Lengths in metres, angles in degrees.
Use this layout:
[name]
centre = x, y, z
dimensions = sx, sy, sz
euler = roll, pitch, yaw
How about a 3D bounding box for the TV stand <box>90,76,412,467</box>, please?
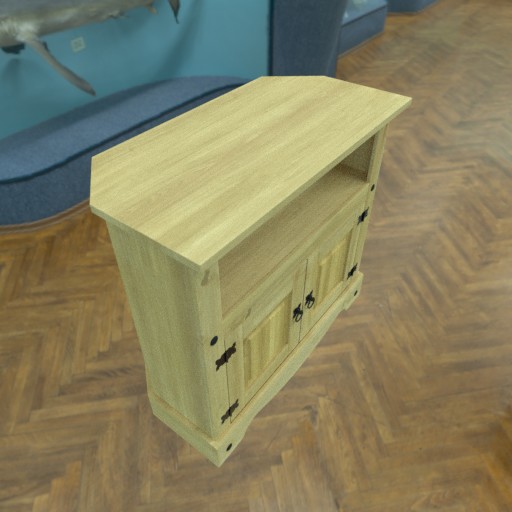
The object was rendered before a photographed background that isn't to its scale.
[TV stand]
centre = 0.000, 0.000, 1.310
dimensions = 0.425, 0.781, 0.851
euler = 27, 48, 27
